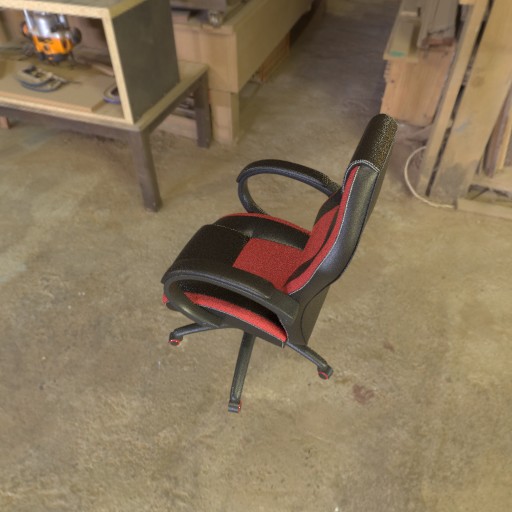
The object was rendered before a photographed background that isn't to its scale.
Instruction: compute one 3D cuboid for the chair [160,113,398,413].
[{"bbox_3d":[0.000,0.000,1.701,0.783,1.189,0.750,17,48,15],"label":"chair"}]
